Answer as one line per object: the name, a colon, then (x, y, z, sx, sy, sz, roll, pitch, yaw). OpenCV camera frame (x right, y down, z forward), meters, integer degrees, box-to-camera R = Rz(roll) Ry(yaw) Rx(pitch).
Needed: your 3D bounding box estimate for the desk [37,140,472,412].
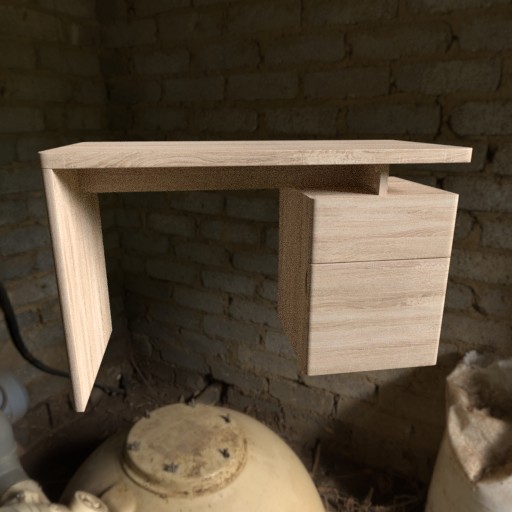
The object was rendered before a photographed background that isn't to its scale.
desk: (0.000, 0.000, 1.560, 1.200, 0.760, 0.550, -3, 17, -8)
